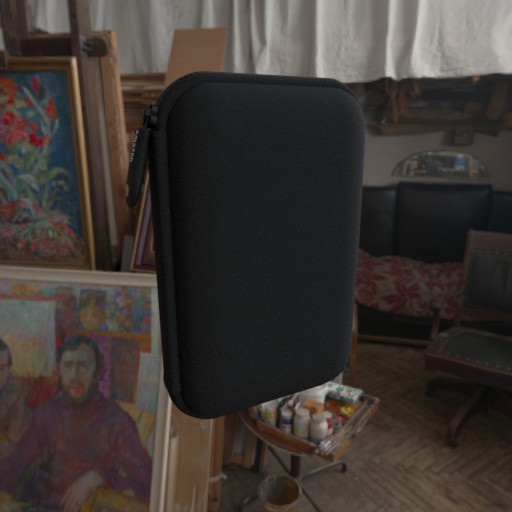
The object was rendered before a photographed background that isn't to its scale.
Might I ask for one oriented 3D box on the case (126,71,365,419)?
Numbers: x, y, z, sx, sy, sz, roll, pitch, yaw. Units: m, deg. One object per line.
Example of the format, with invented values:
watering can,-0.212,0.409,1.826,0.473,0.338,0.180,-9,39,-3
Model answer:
case,0.000,0.000,0.193,0.107,0.147,0.030,-8,18,-26
